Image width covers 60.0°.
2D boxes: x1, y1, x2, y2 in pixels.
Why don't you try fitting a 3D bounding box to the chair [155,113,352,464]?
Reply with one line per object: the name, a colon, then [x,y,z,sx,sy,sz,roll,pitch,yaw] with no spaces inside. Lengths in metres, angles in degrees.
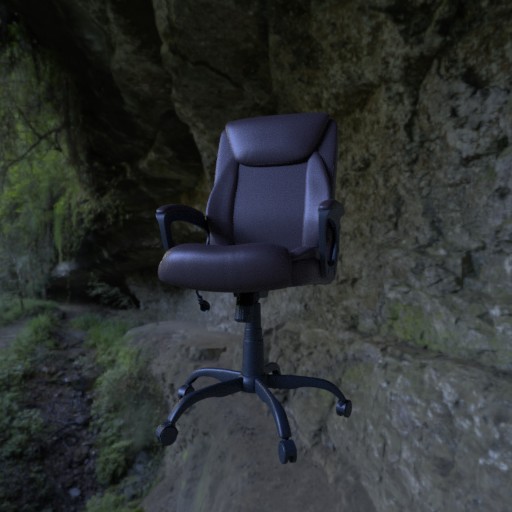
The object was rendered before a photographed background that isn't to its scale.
chair: [0.000,0.000,1.479,0.615,1.072,0.655,0,2,18]
